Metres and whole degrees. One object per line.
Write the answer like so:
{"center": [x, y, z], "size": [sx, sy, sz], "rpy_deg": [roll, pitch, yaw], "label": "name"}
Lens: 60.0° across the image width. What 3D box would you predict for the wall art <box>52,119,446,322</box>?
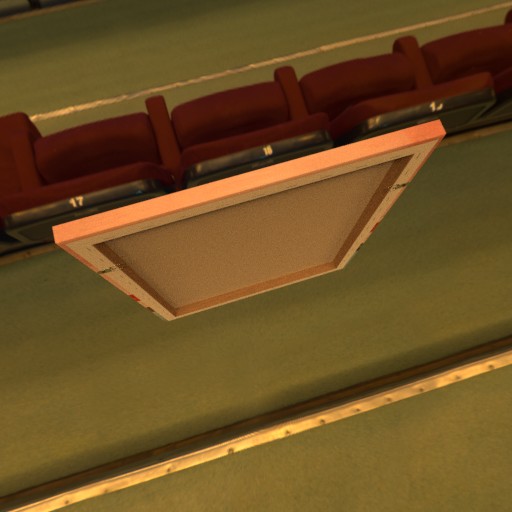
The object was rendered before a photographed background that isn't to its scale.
{"center": [0.000, 0.000, 1.317], "size": [0.761, 1.016, 0.039], "rpy_deg": [-16, 74, -5], "label": "wall art"}
